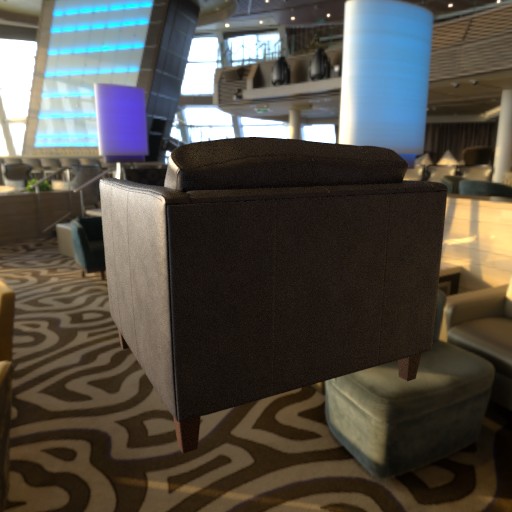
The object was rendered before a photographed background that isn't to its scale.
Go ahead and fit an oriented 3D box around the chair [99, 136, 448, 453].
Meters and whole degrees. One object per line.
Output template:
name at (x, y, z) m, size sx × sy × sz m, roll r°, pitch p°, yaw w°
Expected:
chair at (0.000, 0.000, 1.602) m, size 0.939 × 0.811 × 0.862 m, roll -7°, pitch 14°, yaw -27°
